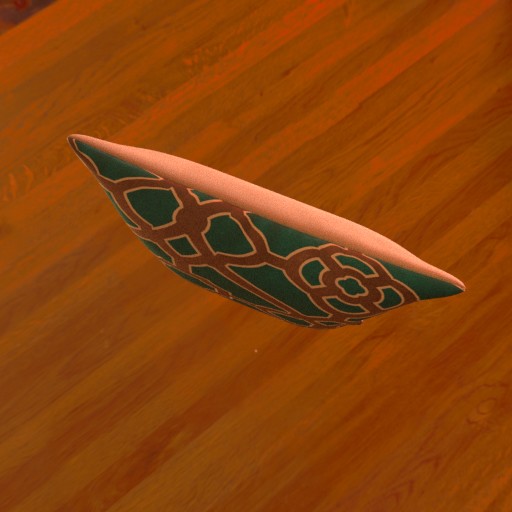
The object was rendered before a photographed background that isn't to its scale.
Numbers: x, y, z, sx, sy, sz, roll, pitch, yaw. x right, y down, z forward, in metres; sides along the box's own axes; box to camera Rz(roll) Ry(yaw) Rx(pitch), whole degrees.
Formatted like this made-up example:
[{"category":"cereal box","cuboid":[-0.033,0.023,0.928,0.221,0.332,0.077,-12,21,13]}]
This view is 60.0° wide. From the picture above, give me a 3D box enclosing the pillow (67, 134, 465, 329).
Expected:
[{"category":"pillow","cuboid":[0.000,0.000,0.784,0.526,0.507,0.166,21,79,4]}]
